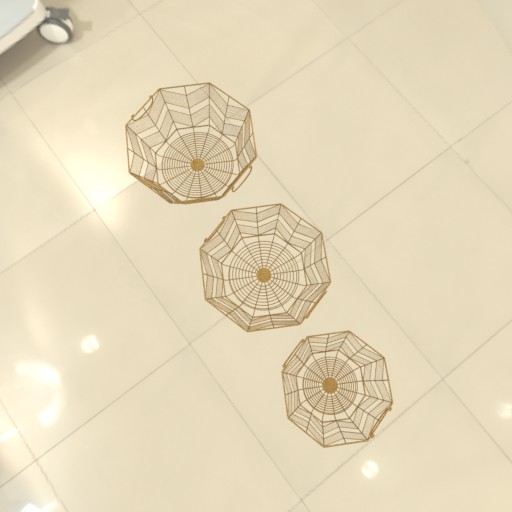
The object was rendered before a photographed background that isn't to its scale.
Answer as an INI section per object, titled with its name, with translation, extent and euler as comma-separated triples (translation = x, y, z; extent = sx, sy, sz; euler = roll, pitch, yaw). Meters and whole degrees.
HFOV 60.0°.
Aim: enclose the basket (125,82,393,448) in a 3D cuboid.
[basket]
translation = 0.000, 0.000, 1.394
extent = 0.432, 0.178, 1.245
euler = -30, 78, -7
